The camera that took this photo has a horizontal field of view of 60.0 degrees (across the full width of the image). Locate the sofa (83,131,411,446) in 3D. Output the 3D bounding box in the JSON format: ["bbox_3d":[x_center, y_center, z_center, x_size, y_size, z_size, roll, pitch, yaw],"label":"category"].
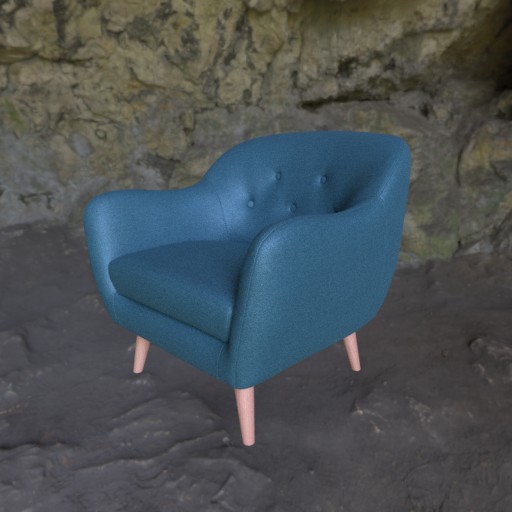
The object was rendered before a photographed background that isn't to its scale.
[{"bbox_3d":[0.000,0.000,1.490,0.836,0.817,0.825,14,20,42],"label":"sofa"}]
